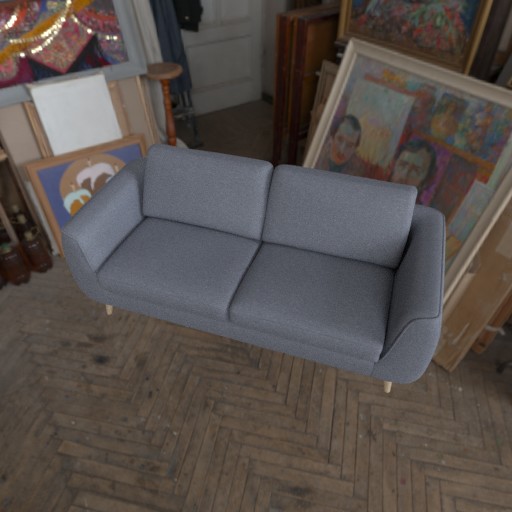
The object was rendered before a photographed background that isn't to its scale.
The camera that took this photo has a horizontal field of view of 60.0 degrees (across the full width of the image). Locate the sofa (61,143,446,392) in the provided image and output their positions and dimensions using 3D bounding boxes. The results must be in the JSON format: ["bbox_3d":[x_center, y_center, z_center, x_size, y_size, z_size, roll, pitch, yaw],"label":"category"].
[{"bbox_3d":[0.000,0.000,2.604,2.000,0.870,0.920,13,43,14],"label":"sofa"}]
